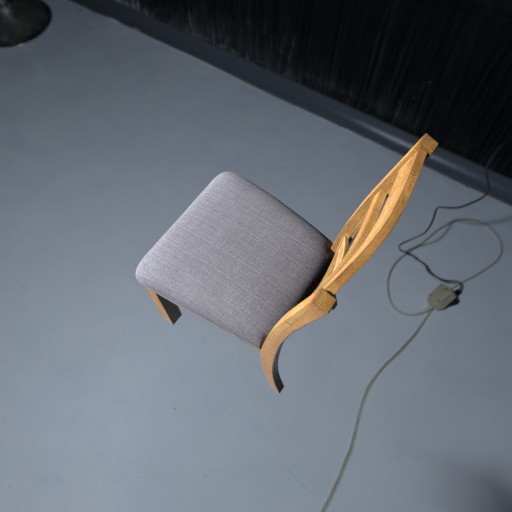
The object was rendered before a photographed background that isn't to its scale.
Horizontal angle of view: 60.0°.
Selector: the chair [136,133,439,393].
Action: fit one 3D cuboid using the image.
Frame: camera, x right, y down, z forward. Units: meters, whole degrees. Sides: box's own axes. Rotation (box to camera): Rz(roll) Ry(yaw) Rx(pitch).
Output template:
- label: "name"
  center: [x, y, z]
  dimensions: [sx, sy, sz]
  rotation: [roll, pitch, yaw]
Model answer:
- label: "chair"
  center: [0.000, 0.000, 1.248]
  dimensions: [0.581, 0.949, 0.470]
  rotation: [32, 68, 14]
